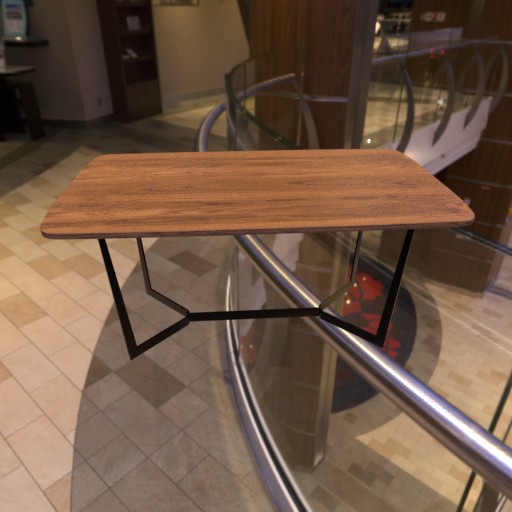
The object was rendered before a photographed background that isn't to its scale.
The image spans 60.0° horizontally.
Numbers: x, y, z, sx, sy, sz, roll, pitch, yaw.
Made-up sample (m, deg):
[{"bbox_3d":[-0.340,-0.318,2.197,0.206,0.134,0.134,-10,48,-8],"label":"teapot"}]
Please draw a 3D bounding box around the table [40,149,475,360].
[{"bbox_3d":[0.000,0.000,2.169,1.643,0.765,0.949,-2,30,-3],"label":"table"}]
